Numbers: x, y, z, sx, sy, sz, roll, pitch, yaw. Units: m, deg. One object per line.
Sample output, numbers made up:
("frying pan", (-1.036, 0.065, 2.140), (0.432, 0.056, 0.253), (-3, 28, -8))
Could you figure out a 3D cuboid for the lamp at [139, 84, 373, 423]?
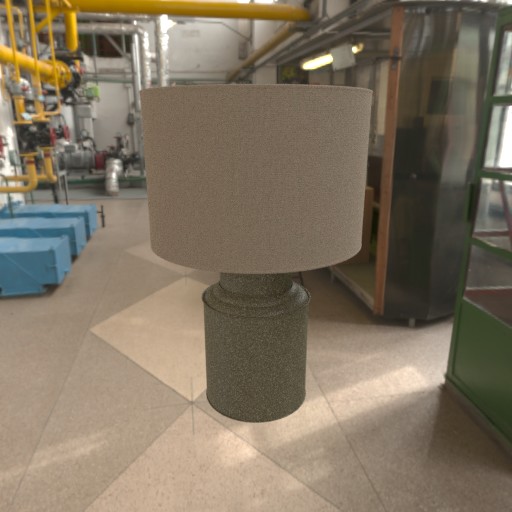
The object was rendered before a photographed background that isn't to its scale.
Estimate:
("lamp", (0.000, 0.000, 0.693), (0.318, 0.486, 0.318), (0, 17, 0))
